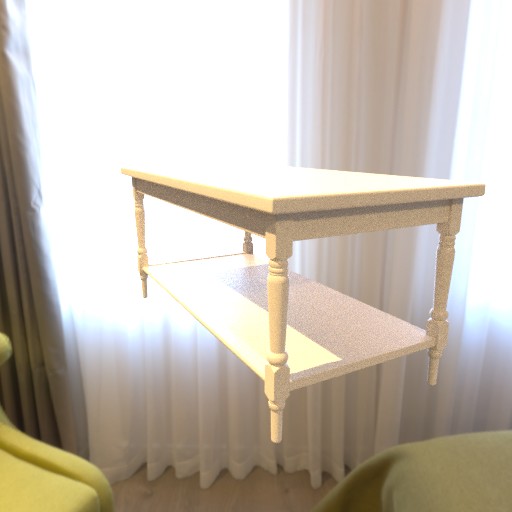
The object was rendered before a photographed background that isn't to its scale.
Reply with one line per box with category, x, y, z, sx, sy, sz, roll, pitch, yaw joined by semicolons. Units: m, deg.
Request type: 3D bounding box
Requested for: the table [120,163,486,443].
table;0.000;0.000;1.379;0.550;0.510;1.107;-8;16;-28
